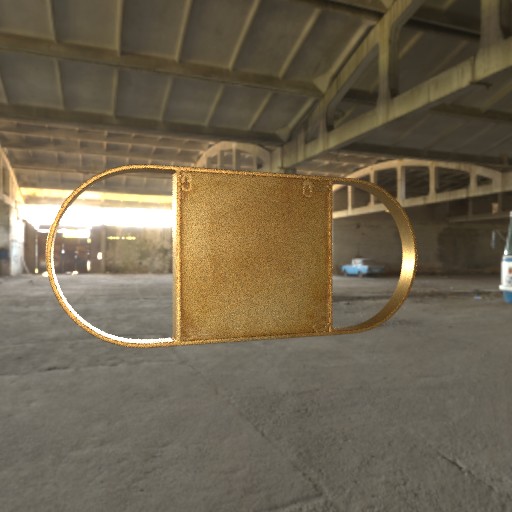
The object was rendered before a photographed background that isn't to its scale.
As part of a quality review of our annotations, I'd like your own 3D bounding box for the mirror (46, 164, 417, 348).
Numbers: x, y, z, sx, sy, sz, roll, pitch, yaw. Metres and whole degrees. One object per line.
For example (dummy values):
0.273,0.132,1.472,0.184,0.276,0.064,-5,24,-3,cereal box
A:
0.000,0.000,0.681,0.584,0.254,0.032,0,0,-20,mirror
